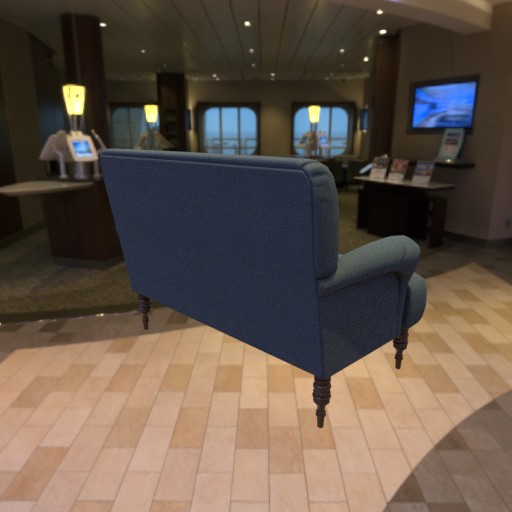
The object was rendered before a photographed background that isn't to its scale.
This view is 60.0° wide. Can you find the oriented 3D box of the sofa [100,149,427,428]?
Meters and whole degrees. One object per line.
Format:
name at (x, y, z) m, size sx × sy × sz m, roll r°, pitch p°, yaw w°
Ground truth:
sofa at (0.000, 0.000, 1.900) m, size 1.297 × 0.889 × 0.779 m, roll 15°, pitch 22°, yaw 43°
